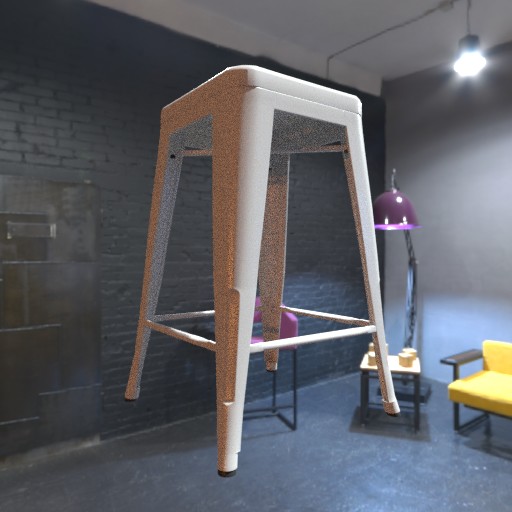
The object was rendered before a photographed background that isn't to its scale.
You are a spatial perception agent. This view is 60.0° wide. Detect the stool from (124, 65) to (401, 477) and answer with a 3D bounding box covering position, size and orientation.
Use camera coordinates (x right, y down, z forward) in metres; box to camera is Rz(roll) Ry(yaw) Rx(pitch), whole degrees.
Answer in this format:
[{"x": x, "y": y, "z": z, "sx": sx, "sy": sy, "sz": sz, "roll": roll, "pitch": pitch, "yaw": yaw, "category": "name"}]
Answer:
[{"x": 0.000, "y": 0.000, "z": 0.892, "sx": 0.406, "sy": 0.610, "sz": 0.406, "roll": -1, "pitch": 1, "yaw": -36, "category": "stool"}]
